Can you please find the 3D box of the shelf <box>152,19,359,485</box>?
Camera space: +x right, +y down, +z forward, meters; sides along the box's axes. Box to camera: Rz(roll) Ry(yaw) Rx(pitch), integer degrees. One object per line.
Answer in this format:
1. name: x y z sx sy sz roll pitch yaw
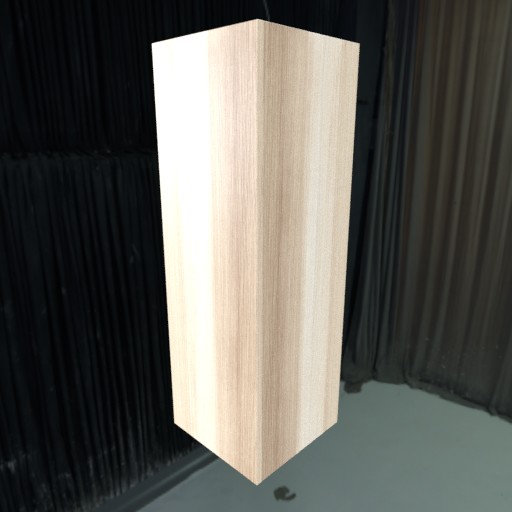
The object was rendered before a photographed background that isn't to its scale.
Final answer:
1. shelf: 0.000 0.000 0.995 0.290 0.872 0.290 15 22 42
